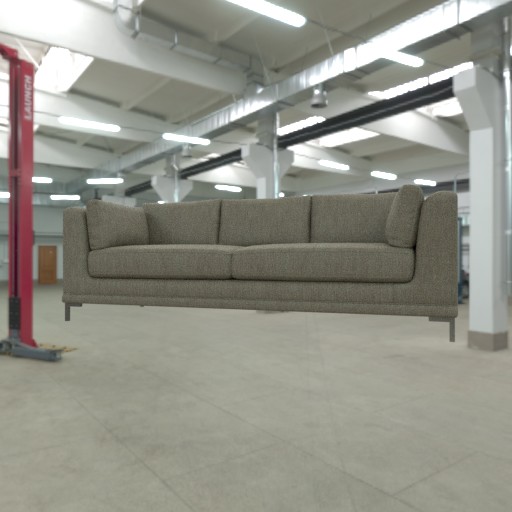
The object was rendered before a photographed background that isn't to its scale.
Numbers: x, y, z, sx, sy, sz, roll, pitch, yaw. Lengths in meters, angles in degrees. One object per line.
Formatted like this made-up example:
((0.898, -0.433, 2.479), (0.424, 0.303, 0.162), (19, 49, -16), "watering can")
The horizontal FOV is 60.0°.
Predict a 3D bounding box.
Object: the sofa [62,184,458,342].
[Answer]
((0.000, 0.000, 3.014), (2.415, 0.867, 0.969), (0, 0, 18), "sofa")
